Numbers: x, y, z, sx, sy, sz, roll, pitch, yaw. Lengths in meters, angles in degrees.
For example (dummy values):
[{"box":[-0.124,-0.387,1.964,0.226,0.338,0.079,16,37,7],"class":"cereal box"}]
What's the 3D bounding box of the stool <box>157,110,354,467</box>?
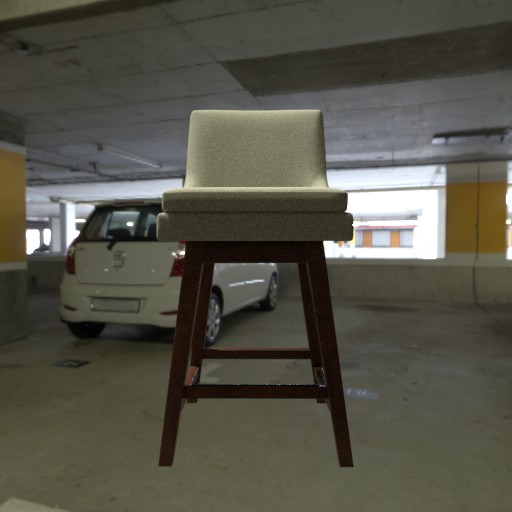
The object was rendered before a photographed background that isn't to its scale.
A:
[{"box":[0.000,0.000,1.298,0.469,0.991,0.559,0,2,0],"class":"stool"}]
